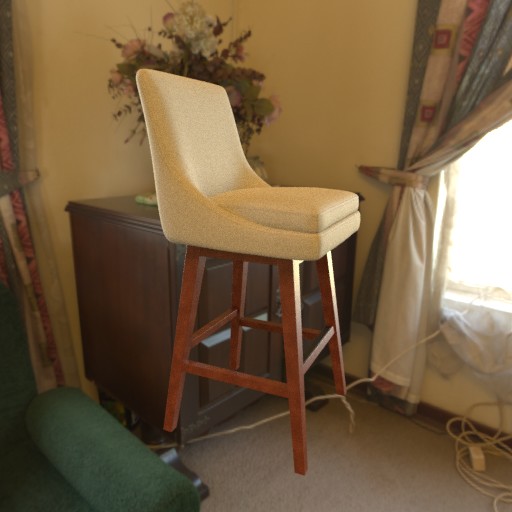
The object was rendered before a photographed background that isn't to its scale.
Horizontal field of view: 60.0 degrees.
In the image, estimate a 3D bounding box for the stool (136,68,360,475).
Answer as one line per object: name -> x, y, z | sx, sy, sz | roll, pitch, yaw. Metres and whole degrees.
stool -> 0.000, 0.000, 1.405 | 0.559, 1.092, 0.470 | 7, 16, 24
